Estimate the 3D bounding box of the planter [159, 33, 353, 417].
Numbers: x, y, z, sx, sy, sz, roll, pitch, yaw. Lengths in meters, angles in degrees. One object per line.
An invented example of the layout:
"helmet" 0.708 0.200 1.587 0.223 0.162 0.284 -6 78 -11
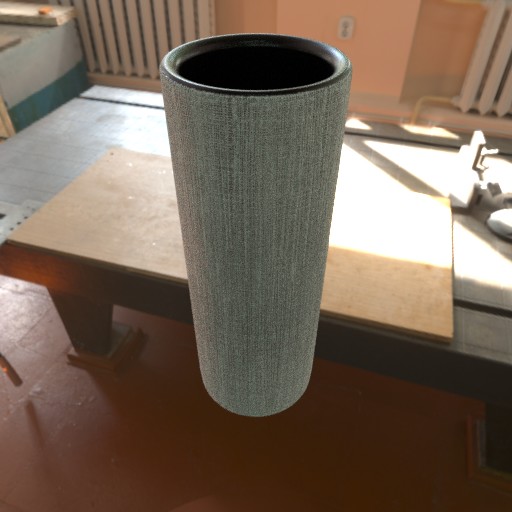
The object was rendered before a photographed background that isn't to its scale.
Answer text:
"planter" 0.000 0.000 0.318 0.100 0.270 0.100 -26 47 -27
